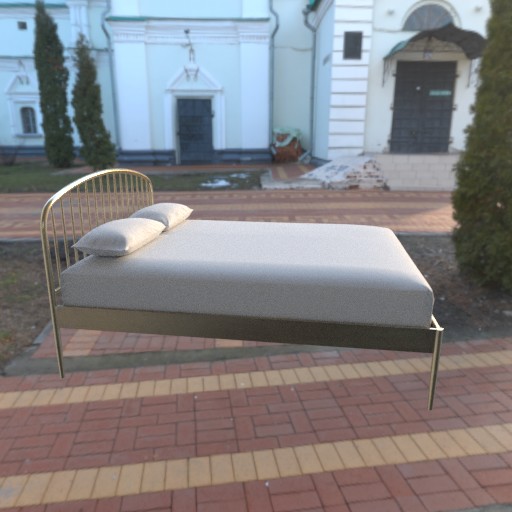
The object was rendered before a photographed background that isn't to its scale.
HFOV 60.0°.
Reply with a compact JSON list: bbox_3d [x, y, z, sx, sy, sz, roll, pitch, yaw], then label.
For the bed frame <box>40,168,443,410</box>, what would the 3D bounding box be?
[{"bbox_3d":[0.000,0.000,3.113,2.152,1.175,1.612,2,16,8],"label":"bed frame"}]
